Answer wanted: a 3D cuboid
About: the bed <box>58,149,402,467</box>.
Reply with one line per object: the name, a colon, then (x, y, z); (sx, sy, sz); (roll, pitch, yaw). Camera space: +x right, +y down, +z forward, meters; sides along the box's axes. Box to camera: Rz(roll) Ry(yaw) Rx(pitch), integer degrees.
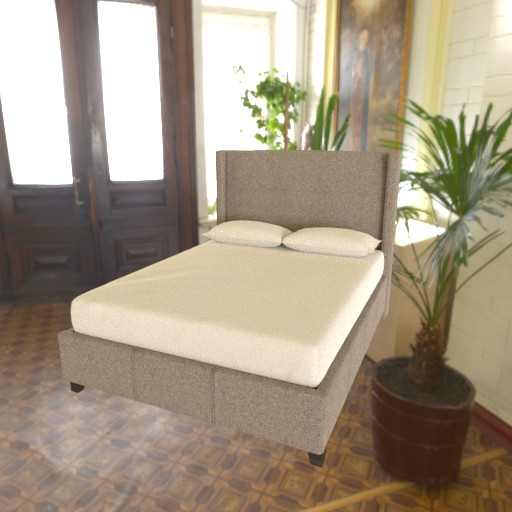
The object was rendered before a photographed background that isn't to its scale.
bed: (0.000, 0.000, 3.311); (1.714, 1.481, 2.245); (7, 17, 23)
